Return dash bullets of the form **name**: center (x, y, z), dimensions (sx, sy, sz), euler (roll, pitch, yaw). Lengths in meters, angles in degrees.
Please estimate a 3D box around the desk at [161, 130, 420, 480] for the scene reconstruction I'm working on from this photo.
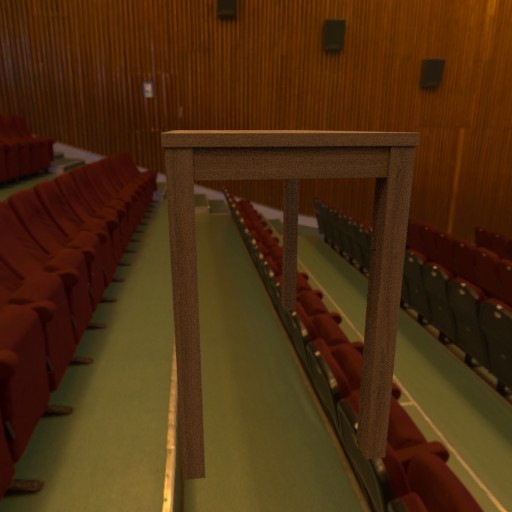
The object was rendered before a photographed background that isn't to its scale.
- **desk**: center (0.000, 0.000, 1.405), dimensions (0.495, 0.762, 0.991), euler (-2, 16, -8)
